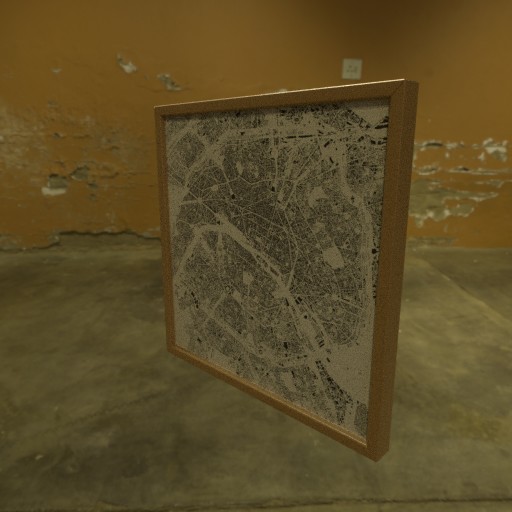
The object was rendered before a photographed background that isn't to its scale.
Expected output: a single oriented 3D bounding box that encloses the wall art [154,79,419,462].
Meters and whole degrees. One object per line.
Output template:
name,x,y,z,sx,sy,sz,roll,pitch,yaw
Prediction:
wall art,0.000,0.000,0.750,0.509,0.509,0.036,13,19,42
